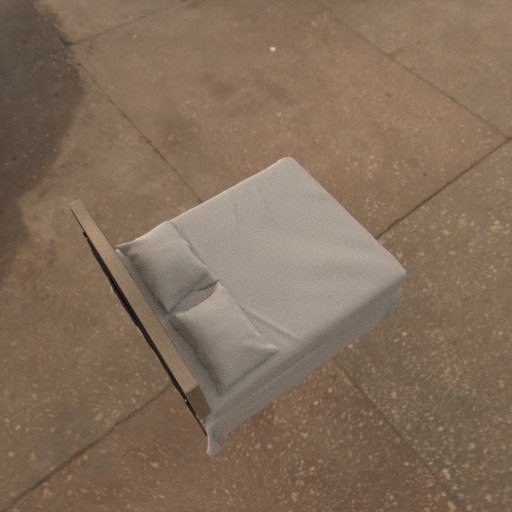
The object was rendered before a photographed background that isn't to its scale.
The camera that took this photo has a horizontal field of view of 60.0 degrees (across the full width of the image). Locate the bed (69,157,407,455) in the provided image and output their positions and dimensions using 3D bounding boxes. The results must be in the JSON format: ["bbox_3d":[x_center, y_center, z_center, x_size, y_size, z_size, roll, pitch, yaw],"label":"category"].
[{"bbox_3d":[0.000,0.000,3.574,2.221,1.645,1.876,-31,64,-17],"label":"bed"}]
